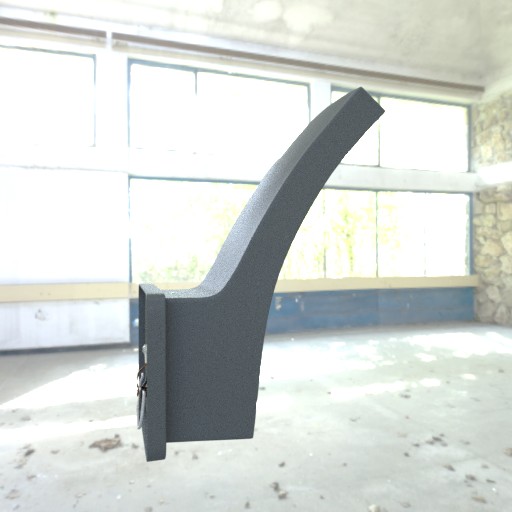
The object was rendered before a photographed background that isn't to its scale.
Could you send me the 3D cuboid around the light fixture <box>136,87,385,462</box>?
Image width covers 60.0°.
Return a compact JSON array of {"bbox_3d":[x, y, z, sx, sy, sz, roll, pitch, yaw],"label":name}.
[{"bbox_3d":[0.000,0.000,0.330,0.174,0.243,0.108,0,0,-17],"label":"light fixture"}]
